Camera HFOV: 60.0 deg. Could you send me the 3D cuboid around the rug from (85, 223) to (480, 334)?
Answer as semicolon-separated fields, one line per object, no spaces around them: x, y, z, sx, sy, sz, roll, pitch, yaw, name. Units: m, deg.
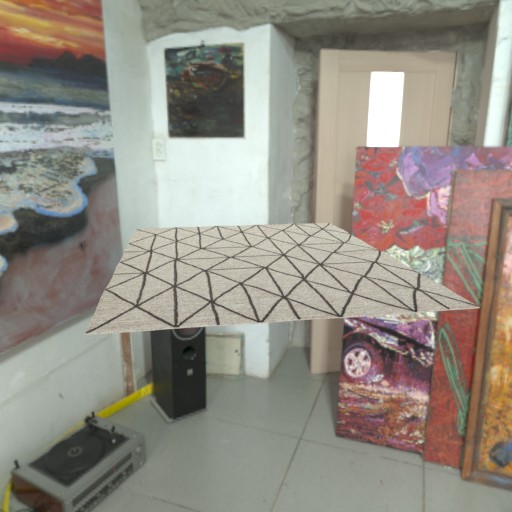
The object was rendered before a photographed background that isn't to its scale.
0.000;0.000;4.122;2.468;0.022;3.061;-2;15;-9;rug
